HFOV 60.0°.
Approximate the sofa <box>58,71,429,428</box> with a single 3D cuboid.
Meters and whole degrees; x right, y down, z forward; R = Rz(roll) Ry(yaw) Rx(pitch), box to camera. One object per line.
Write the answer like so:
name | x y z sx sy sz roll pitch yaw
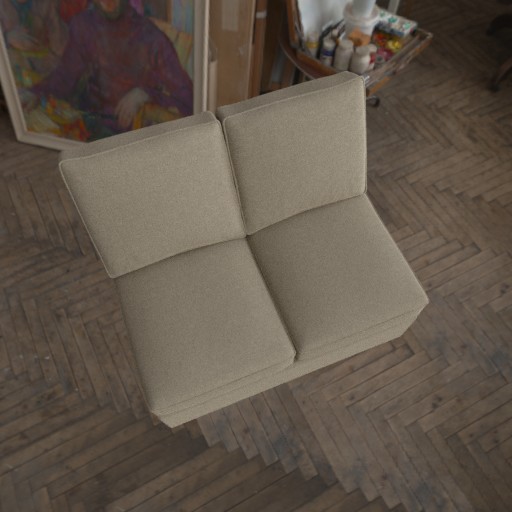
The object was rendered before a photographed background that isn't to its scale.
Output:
sofa | 0.000 0.000 1.924 1.237 1.008 0.951 -19 64 -10
